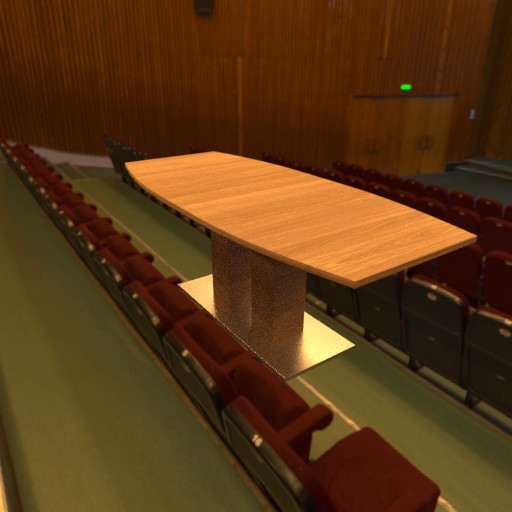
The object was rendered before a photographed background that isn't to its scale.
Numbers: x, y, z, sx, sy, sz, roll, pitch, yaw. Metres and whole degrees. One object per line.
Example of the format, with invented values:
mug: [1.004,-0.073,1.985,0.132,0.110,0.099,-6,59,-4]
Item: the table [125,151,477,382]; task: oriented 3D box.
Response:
table: [0.000,0.000,2.450,0.900,0.750,2.032,-16,29,-31]
